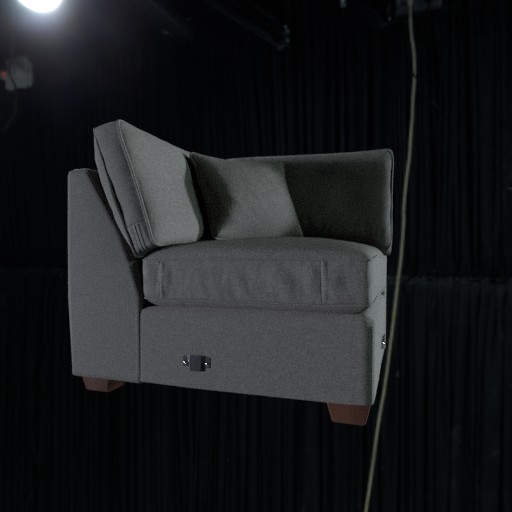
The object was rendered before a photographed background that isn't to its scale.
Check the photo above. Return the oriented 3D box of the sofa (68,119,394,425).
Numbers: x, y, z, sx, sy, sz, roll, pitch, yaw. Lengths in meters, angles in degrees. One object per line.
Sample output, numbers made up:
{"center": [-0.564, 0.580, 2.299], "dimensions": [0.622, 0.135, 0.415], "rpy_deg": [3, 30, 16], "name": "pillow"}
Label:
{"center": [0.000, 0.000, 1.948], "dimensions": [1.146, 1.002, 1.084], "rpy_deg": [0, 1, 18], "name": "sofa"}
